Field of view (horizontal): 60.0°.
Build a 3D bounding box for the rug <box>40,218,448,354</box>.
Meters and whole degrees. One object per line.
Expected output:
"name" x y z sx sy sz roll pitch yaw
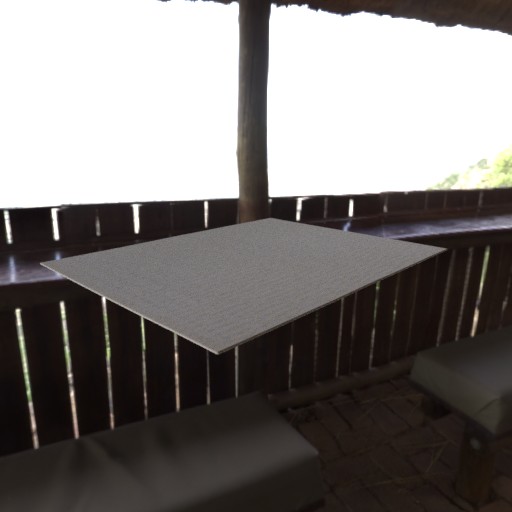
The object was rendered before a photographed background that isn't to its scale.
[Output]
"rug" 0.000 0.000 4.196 2.410 0.021 3.055 15 21 42
